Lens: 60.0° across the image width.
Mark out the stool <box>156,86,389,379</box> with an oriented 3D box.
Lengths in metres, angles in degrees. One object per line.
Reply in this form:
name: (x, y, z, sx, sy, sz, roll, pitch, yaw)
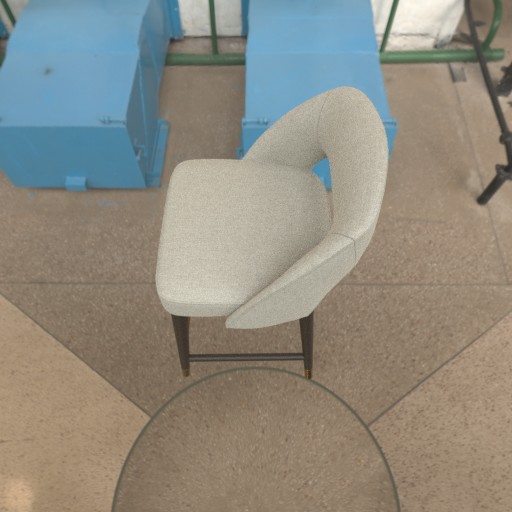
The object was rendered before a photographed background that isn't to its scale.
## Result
stool: (0.000, 0.000, 1.260, 0.509, 0.940, 0.494, 1, 60, 1)
